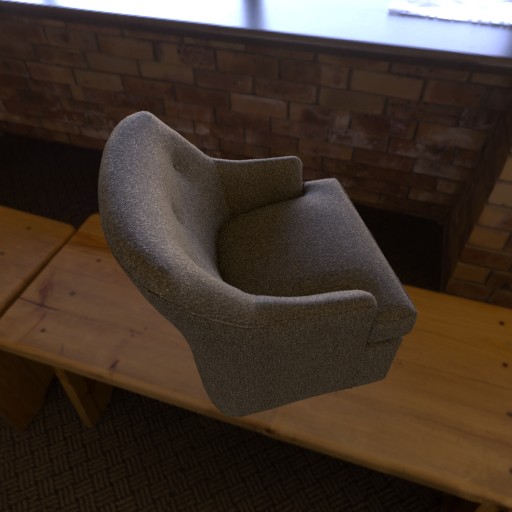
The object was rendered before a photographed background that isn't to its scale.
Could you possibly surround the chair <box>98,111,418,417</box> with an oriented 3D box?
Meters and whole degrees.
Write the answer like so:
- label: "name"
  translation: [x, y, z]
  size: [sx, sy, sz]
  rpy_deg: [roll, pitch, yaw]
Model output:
- label: "chair"
  translation: [0.000, 0.000, 1.603]
  size: [0.923, 0.856, 0.864]
  rpy_deg: [-10, 47, -9]
